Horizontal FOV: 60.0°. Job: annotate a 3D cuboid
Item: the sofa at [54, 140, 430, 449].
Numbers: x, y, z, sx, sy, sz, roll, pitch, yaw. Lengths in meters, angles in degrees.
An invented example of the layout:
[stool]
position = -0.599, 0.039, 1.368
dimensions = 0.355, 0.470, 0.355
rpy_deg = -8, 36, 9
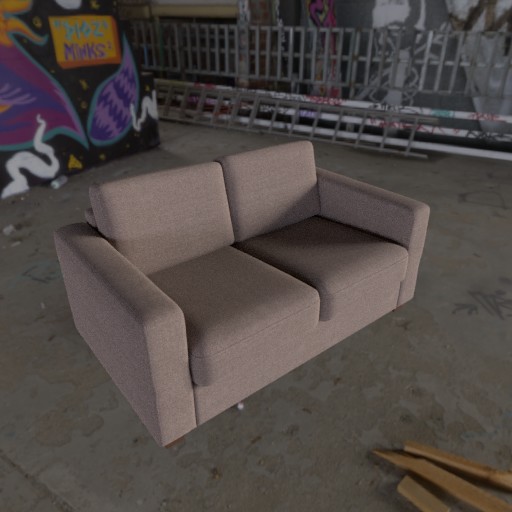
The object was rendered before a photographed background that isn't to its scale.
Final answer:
[sofa]
position = 0.000, 0.000, 2.061
dimensions = 1.520, 0.800, 0.900
rpy_deg = -21, 35, -33
